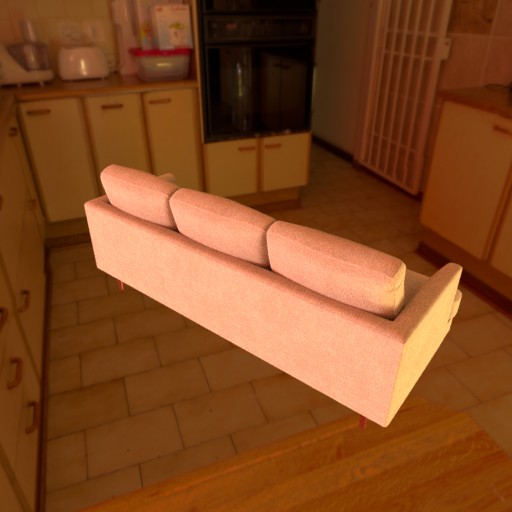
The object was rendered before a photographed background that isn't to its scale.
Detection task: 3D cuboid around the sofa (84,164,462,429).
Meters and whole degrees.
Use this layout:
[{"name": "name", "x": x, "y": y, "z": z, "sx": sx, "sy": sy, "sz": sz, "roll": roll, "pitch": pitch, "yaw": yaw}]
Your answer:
[{"name": "sofa", "x": 0.000, "y": 0.000, "z": 2.746, "sx": 2.246, "sy": 0.930, "sz": 0.903, "roll": 22, "pitch": 37, "yaw": 33}]
